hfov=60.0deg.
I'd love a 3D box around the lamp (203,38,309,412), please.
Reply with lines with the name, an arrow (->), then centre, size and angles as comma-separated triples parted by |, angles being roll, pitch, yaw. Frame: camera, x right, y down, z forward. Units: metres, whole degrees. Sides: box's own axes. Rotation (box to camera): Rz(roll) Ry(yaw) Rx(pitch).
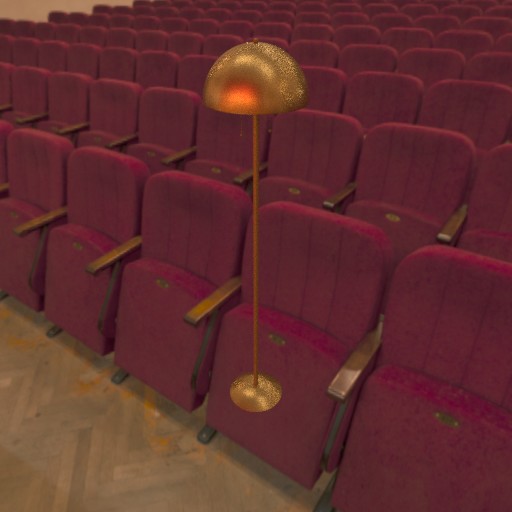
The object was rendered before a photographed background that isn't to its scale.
lamp -> 0.000, 0.000, 1.673 | 0.328, 1.480, 0.328 | 21, 38, 30
